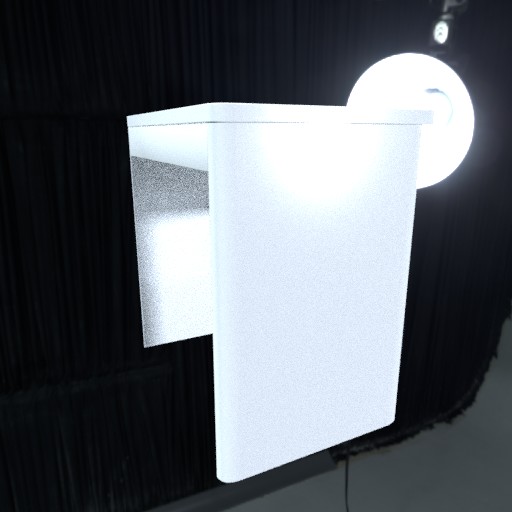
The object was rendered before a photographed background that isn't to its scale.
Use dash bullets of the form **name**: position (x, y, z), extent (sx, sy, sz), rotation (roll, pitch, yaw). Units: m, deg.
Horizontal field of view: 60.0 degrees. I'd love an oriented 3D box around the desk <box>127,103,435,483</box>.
- **desk**: position (0.000, 0.000, 1.308), extent (0.549, 0.800, 0.762), rotation (-8, 17, -26)
